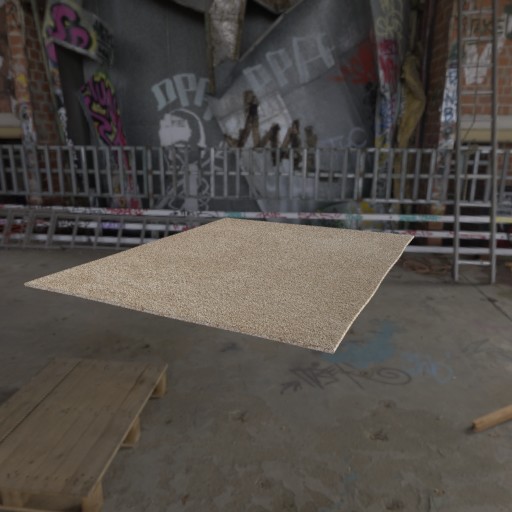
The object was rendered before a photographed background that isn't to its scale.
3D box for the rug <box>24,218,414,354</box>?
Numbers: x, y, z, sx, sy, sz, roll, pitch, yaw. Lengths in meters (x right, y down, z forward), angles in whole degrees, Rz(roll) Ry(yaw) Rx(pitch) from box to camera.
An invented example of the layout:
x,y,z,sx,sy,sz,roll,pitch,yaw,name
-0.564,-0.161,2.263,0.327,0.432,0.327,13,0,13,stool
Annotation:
x,y,z,sx,sy,sz,roll,pitch,yaw,name
0.000,0.000,4.110,2.400,0.025,3.000,8,17,26,rug
